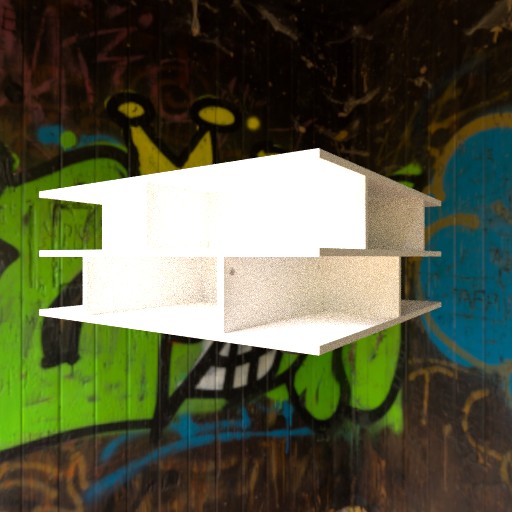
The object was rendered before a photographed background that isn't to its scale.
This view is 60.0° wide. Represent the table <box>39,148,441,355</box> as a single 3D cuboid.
[{"bbox_3d":[0.000,0.000,1.082,0.700,0.289,0.700,0,0,35],"label":"table"}]
